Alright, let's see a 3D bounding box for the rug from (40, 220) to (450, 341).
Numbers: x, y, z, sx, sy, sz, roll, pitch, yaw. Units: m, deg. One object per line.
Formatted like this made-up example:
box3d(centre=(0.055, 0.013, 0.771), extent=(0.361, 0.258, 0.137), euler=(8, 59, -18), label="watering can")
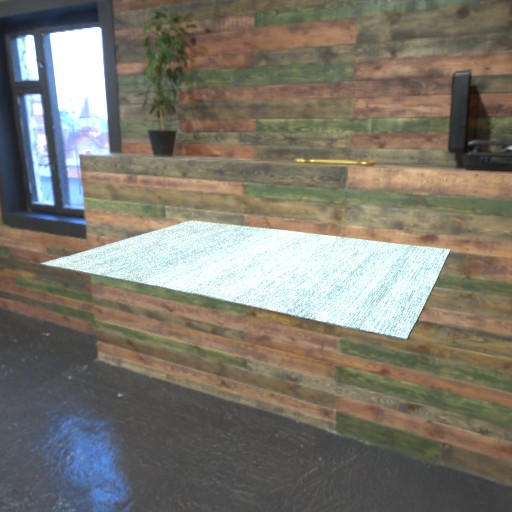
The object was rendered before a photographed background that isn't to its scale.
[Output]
box3d(centre=(0.000, 0.000, 2.964), extent=(2.260, 0.026, 1.611), euler=(8, 18, 27), label="rug")
